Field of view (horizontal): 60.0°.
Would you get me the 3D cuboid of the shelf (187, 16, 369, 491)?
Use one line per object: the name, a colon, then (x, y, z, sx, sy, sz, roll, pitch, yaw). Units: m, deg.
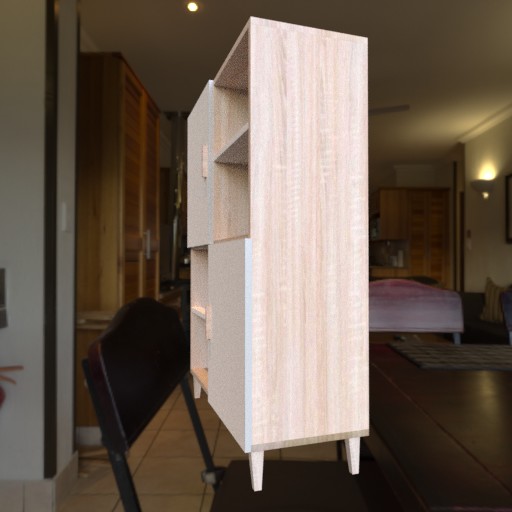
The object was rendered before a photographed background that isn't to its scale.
shelf: (0.000, 0.000, 1.830, 0.434, 1.405, 0.995, 0, -1, -18)
